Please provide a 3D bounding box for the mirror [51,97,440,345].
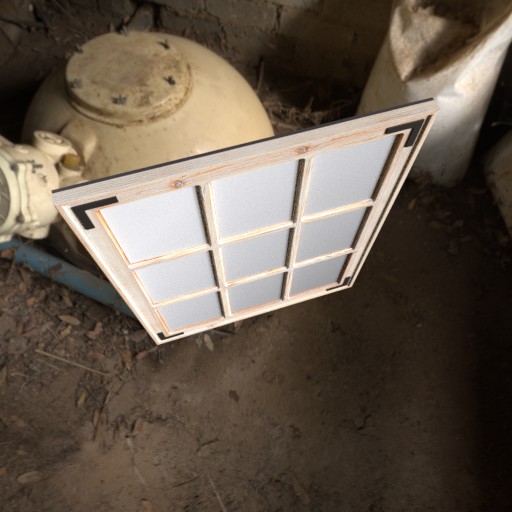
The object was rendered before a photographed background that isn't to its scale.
[{"bbox_3d":[0.000,0.000,1.201,0.730,0.882,0.032,-16,64,-8],"label":"mirror"}]
